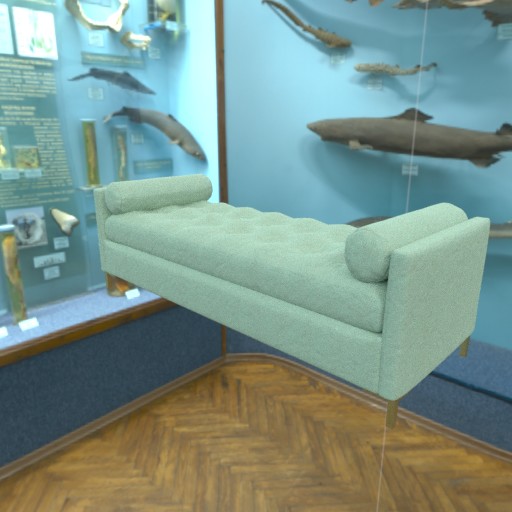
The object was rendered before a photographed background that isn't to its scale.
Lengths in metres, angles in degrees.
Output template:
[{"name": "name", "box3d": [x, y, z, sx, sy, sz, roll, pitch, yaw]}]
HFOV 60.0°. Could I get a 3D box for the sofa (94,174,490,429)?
[{"name": "sofa", "box3d": [0.000, 0.000, 2.410, 2.102, 0.705, 0.796, 15, 23, 42]}]
